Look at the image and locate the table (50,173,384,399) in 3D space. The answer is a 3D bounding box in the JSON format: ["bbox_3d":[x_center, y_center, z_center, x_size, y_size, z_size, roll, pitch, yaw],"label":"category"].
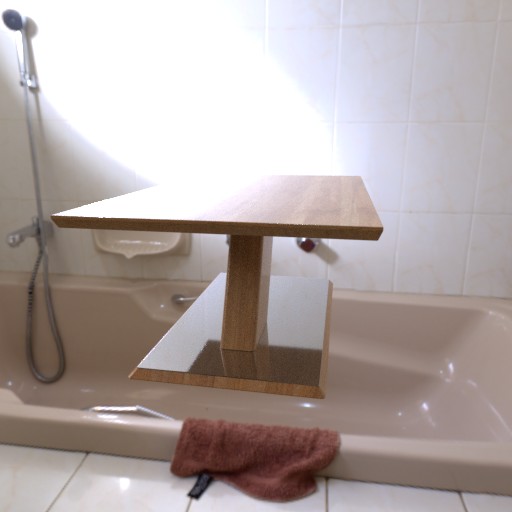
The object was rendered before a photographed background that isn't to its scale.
[{"bbox_3d":[0.000,0.000,1.468,0.692,0.441,1.100,3,15,10],"label":"table"}]
